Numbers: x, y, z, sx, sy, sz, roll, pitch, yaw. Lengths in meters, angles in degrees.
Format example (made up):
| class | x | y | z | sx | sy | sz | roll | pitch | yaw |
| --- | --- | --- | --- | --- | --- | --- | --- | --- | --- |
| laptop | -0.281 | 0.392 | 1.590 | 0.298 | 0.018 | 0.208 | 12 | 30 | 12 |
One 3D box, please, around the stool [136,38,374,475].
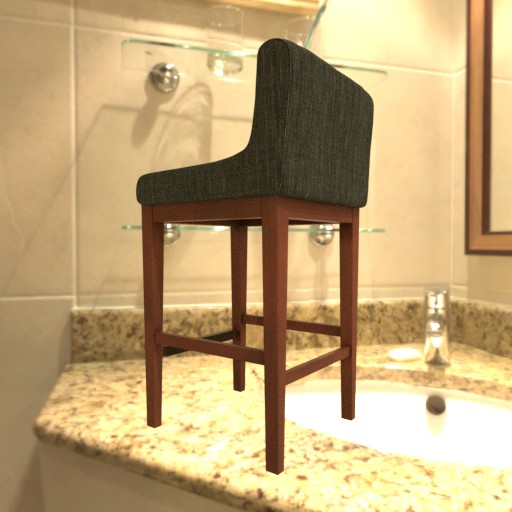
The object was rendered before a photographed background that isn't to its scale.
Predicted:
| class | x | y | z | sx | sy | sz | roll | pitch | yaw |
| --- | --- | --- | --- | --- | --- | --- | --- | --- | --- |
| stool | 0.000 | 0.000 | 1.097 | 0.459 | 0.835 | 0.395 | 1 | 2 | 37 |
